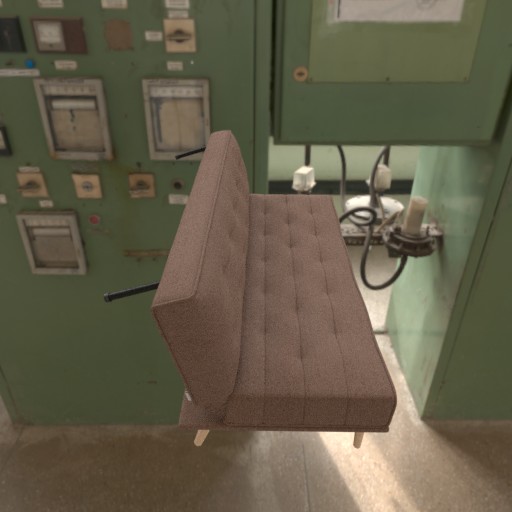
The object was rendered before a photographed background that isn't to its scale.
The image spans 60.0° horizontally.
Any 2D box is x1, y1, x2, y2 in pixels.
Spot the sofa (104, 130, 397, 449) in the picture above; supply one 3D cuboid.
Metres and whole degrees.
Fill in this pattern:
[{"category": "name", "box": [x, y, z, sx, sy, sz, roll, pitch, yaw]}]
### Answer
[{"category": "sofa", "box": [0.000, 0.000, 2.301, 1.038, 0.810, 1.820, 0, 32, 1]}]
